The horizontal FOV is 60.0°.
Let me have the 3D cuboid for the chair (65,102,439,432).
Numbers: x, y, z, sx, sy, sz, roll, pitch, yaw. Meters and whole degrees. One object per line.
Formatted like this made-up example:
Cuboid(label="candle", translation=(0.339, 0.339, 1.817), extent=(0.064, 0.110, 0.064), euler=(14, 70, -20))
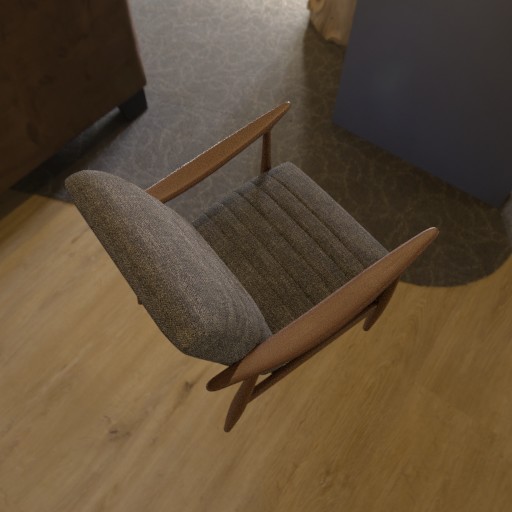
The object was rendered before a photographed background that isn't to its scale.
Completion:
Cuboid(label="chair", translation=(0.000, 0.000, 1.434), extent=(0.798, 0.832, 0.741), euler=(-33, 64, -18))
